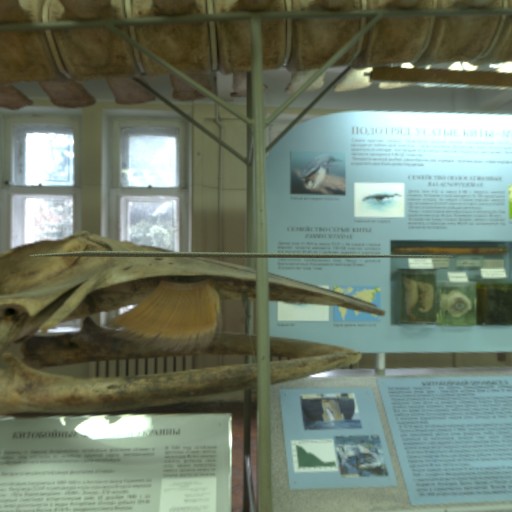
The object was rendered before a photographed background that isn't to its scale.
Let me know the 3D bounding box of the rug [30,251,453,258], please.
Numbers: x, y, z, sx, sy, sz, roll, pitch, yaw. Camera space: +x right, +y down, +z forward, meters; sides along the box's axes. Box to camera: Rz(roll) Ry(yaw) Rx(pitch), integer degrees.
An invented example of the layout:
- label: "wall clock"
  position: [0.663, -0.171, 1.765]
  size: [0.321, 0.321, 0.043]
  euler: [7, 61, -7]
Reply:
- label: "rug"
  position: [0.000, 0.000, 3.559]
  size: [3.048, 0.011, 1.546]
  euler: [0, -1, -35]
